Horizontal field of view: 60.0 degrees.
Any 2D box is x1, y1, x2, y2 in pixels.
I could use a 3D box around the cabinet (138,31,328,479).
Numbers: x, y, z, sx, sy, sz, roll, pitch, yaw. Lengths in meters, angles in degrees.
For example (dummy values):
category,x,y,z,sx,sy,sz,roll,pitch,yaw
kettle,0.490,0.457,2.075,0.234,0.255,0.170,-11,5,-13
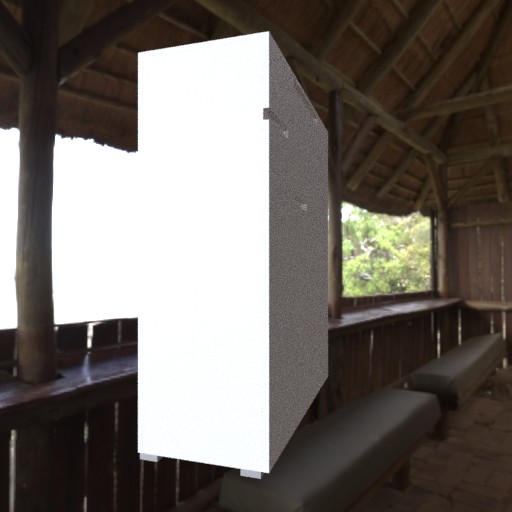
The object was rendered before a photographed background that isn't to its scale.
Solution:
category,x,y,z,sx,sy,sz,roll,pitch,yaw
cabinet,0.000,0.000,1.711,0.400,1.190,1.000,0,0,18
